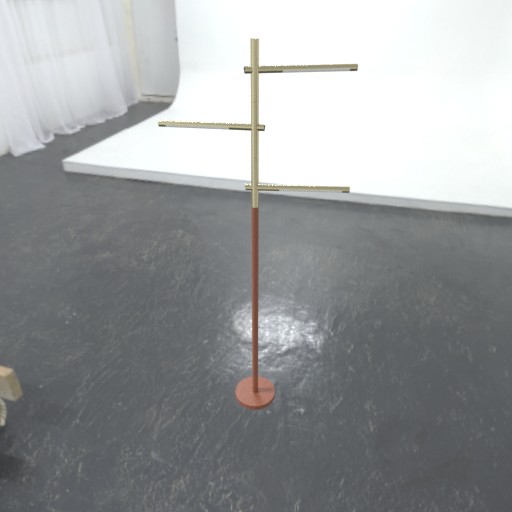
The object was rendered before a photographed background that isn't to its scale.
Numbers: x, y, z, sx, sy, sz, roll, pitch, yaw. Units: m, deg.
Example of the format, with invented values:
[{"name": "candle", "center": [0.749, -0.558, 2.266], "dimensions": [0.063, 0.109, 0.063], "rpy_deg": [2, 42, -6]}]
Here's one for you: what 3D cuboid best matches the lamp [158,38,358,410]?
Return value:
[{"name": "lamp", "center": [0.000, 0.000, 1.926], "dimensions": [0.737, 1.704, 0.209], "rpy_deg": [-2, 31, -3]}]
